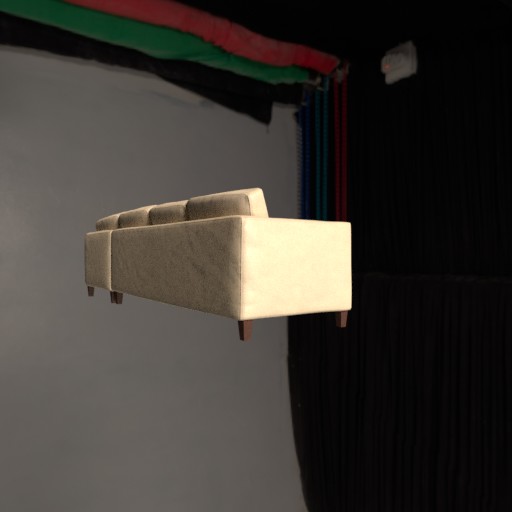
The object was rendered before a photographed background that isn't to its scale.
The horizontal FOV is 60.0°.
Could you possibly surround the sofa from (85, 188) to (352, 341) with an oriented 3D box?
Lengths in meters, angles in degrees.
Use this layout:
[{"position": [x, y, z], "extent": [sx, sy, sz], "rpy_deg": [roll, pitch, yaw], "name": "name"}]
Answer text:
[{"position": [0.000, 0.000, 4.568], "extent": [2.593, 0.947, 3.302], "rpy_deg": [0, 1, -36], "name": "sofa"}]
